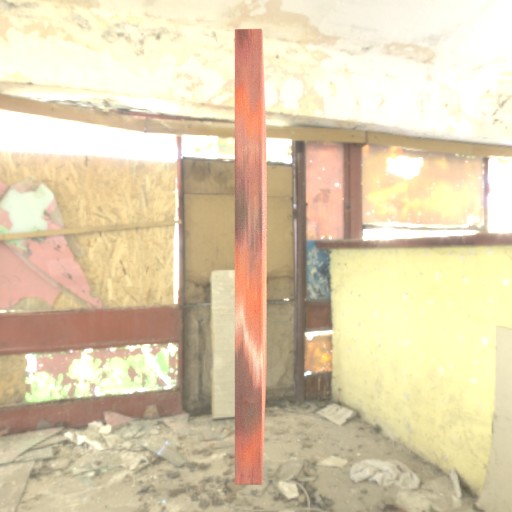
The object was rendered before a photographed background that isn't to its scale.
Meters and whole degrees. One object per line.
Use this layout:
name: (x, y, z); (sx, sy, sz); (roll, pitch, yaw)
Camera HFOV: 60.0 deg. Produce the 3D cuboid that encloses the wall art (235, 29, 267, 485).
wall art: (0.000, 0.000, 0.891); (0.037, 0.609, 0.603); (0, 0, 2)
